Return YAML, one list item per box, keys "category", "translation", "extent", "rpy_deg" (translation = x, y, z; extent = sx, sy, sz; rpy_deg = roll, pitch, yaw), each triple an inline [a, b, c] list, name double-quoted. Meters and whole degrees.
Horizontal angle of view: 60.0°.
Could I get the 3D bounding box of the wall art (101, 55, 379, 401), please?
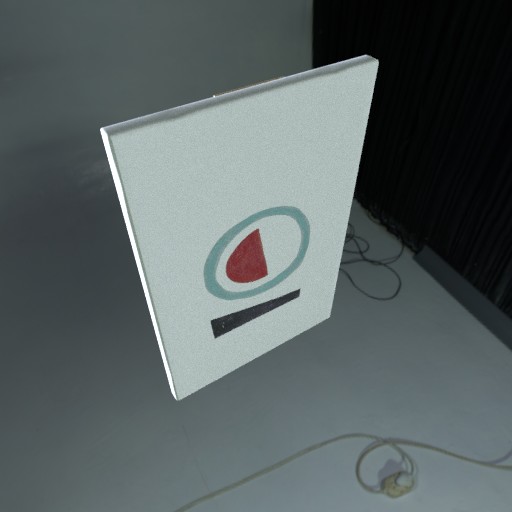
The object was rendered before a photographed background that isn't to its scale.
- category: "wall art"
  translation: [0.000, 0.000, 1.168]
  extent: [0.602, 0.902, 0.048]
  rpy_deg: [-24, 50, -22]
